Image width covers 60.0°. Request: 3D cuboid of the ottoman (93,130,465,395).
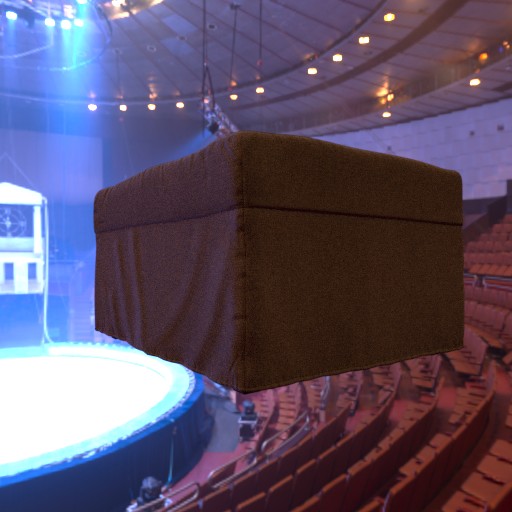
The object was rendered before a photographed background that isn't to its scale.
[{"bbox_3d":[0.000,0.000,1.201,0.652,0.492,0.833,1,-1,-36],"label":"ottoman"}]
